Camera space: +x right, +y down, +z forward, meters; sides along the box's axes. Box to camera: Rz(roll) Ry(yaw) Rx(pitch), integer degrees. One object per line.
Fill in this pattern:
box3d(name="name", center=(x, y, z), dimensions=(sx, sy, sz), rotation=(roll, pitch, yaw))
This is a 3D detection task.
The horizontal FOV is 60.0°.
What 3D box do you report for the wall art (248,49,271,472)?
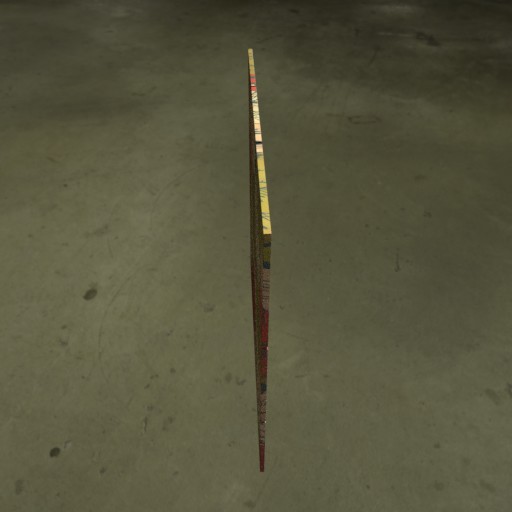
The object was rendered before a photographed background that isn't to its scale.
box3d(name="wall art", center=(0.000, 0.000, 1.345), dimensions=(0.013, 0.913, 0.904), rotation=(-2, 42, -2))
